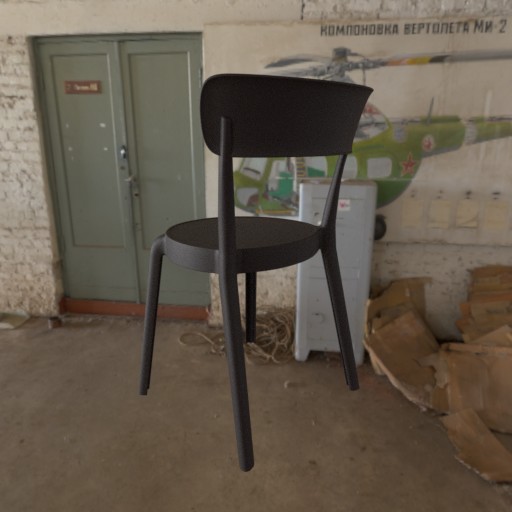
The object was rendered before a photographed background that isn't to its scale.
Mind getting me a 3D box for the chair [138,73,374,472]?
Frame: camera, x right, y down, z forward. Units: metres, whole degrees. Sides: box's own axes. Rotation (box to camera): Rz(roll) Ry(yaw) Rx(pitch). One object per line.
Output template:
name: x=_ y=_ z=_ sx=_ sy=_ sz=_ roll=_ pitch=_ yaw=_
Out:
chair: x=0.000 y=0.000 z=1.115 sx=0.491 sy=0.790 sz=0.506 roll=14 pitch=21 yaw=42
